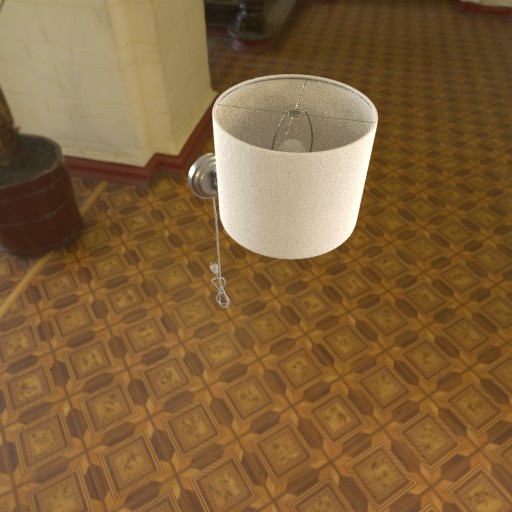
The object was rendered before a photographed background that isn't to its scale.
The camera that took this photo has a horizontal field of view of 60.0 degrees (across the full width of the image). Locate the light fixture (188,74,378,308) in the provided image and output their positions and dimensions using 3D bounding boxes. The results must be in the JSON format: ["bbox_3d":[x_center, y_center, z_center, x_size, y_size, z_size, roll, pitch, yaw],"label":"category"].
[{"bbox_3d":[0.000,0.000,1.050,0.253,0.842,0.479,-24,50,-22],"label":"light fixture"}]
